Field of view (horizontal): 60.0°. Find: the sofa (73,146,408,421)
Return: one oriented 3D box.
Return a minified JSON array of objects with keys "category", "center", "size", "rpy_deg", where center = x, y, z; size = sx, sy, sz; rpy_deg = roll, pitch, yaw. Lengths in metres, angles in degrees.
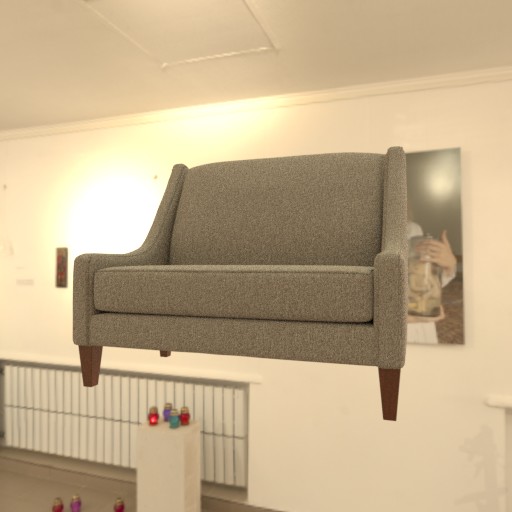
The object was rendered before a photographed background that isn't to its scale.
[{"category":"sofa","center":[0.000,0.000,1.913],"size":[1.242,1.026,0.862],"rpy_deg":[0,-1,19]}]
